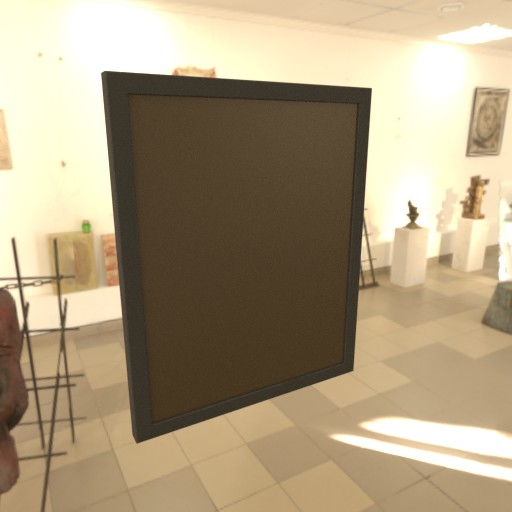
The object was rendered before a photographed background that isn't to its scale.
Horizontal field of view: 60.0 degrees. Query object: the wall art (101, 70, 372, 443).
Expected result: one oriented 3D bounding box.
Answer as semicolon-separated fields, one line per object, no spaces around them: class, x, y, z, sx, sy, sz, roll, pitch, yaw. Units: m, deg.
wall art;0.000;0.000;0.757;0.457;0.558;0.028;-9;18;-29
